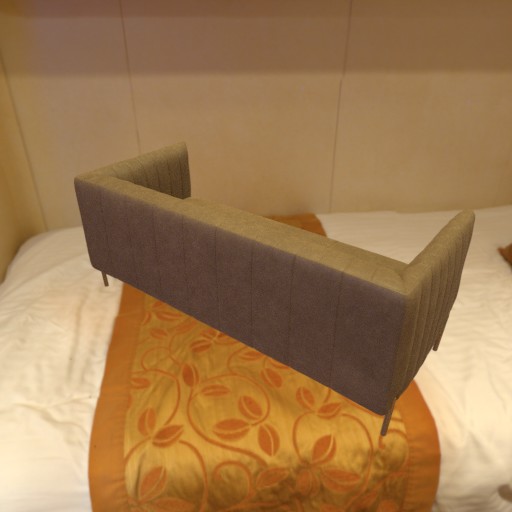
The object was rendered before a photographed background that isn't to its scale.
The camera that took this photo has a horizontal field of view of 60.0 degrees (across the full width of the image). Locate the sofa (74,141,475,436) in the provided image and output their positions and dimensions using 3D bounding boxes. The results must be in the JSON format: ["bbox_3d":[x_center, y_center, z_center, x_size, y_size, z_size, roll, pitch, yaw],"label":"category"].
[{"bbox_3d":[0.000,0.000,2.440,1.980,0.779,0.876,21,36,31],"label":"sofa"}]
